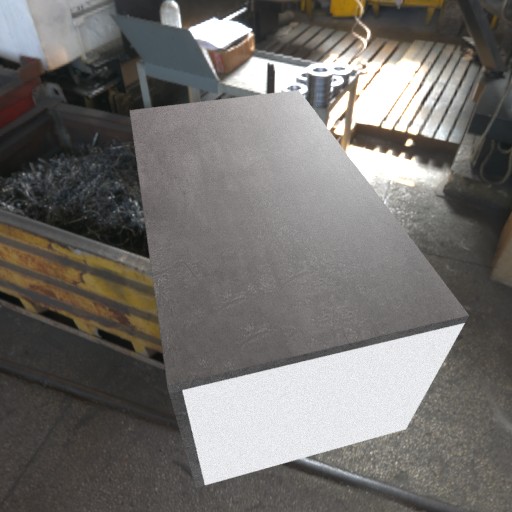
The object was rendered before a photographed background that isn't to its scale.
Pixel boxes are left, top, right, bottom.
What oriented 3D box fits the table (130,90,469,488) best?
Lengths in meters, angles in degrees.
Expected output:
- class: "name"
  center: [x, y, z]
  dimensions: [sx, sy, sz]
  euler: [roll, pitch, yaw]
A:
- class: "table"
  center: [0.000, 0.000, 0.914]
  dimensions: [0.400, 0.350, 0.700]
  euler: [-11, 46, -10]
